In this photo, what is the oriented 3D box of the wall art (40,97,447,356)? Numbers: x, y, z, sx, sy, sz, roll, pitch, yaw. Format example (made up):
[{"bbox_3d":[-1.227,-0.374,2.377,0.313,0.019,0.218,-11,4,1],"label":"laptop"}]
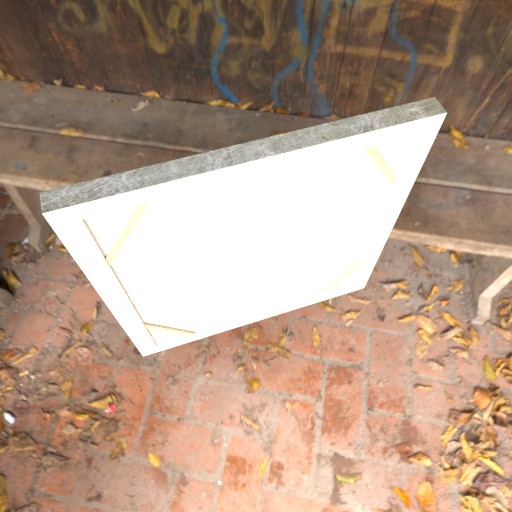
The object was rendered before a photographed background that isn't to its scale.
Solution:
[{"bbox_3d":[0.000,0.000,0.907,0.610,0.610,0.038,-16,61,-9],"label":"wall art"}]
